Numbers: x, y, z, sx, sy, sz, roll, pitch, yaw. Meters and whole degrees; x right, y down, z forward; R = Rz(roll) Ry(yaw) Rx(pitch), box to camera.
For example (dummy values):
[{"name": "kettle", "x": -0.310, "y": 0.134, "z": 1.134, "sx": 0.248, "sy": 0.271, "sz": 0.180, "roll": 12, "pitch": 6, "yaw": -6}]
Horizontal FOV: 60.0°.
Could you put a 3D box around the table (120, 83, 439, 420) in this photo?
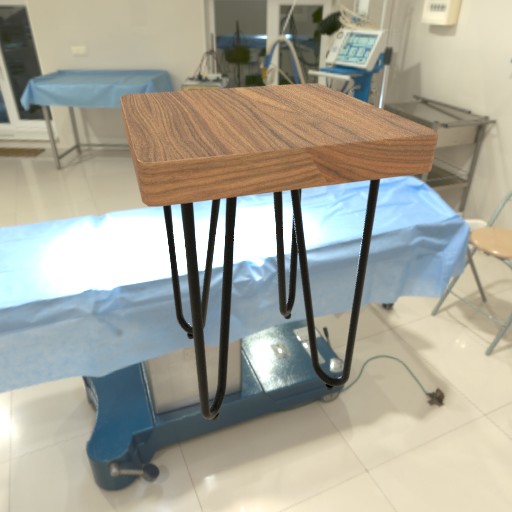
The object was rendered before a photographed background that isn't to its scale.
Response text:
[{"name": "table", "x": 0.000, "y": 0.000, "z": 1.005, "sx": 0.479, "sy": 0.641, "sz": 0.480, "roll": -9, "pitch": 32, "yaw": -15}]
